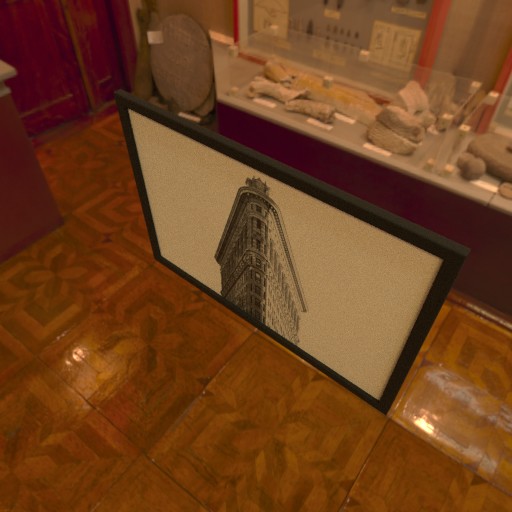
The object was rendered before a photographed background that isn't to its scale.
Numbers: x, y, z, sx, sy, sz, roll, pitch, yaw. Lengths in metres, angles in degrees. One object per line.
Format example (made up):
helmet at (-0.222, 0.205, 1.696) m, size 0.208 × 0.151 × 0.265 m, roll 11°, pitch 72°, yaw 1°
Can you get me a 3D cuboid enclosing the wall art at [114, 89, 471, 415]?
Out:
wall art at (0.000, 0.000, 1.222) m, size 0.958 × 0.656 × 0.026 m, roll 31°, pitch 54°, yaw 26°
